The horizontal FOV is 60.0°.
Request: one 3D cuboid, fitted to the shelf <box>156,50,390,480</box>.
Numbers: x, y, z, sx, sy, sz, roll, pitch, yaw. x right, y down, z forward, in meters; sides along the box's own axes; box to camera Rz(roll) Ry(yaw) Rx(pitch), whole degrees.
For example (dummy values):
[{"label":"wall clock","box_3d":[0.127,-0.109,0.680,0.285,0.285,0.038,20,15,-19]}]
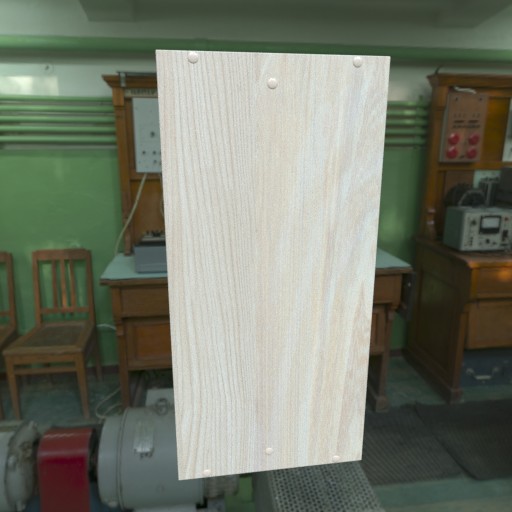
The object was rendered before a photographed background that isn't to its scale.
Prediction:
[{"label":"shelf","box_3d":[0.000,0.000,0.780,0.290,0.600,0.350,-2,15,-8]}]
